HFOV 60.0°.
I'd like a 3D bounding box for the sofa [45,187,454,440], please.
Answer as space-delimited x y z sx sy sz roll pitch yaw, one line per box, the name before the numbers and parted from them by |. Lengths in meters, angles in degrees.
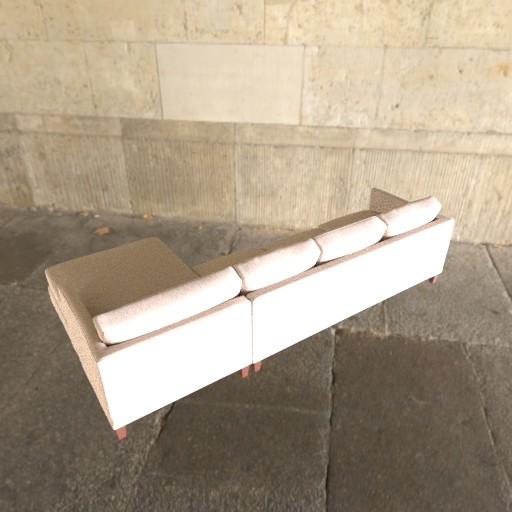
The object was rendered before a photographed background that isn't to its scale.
sofa | 0.000 0.000 3.860 3.186 0.861 1.625 -19 36 -29
